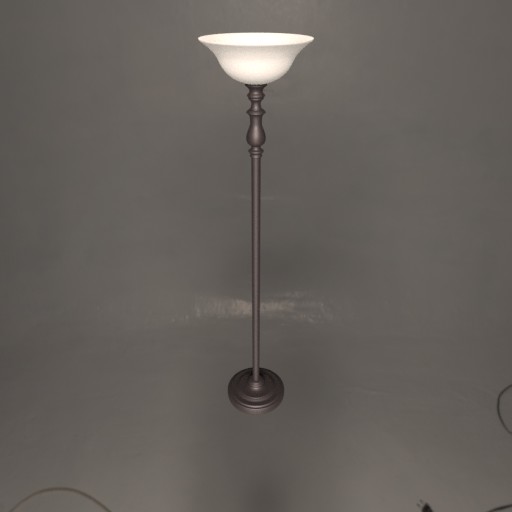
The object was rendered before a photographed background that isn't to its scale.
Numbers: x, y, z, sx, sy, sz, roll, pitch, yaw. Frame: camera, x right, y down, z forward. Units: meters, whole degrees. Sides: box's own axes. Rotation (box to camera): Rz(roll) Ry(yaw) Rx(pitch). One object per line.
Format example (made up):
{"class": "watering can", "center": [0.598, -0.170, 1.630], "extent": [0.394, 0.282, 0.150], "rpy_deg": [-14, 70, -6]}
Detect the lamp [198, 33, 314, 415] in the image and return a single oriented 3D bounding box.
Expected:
{"class": "lamp", "center": [0.000, 0.000, 2.025], "extent": [0.405, 1.797, 0.405], "rpy_deg": [1, 31, 1]}
